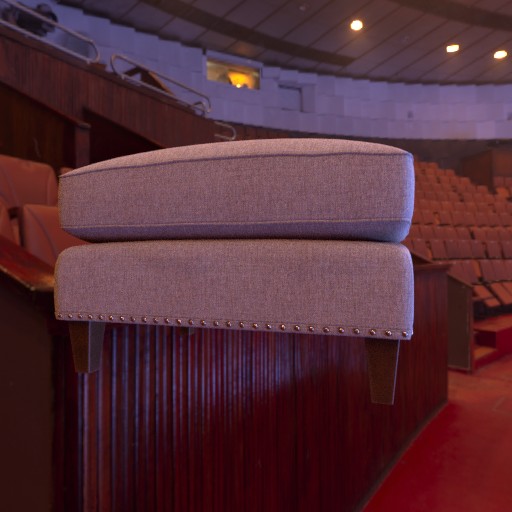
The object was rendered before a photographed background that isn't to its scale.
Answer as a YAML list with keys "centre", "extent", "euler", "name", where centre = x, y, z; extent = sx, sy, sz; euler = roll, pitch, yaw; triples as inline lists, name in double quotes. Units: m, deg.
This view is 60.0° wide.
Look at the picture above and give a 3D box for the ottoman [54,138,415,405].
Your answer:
- centre: [0.000, 0.000, 1.115]
  extent: [0.741, 0.513, 0.584]
  euler: [0, 0, 18]
  name: "ottoman"
